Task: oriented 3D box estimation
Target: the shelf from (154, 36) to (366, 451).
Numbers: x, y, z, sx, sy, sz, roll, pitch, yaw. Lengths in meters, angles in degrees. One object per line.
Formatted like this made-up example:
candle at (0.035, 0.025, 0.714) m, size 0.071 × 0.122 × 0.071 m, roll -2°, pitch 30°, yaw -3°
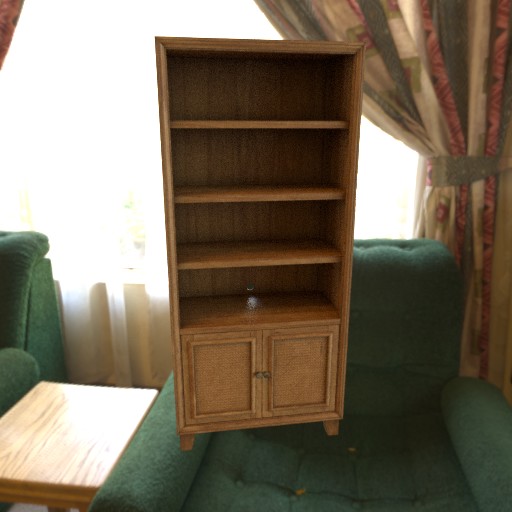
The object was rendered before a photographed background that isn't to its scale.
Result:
shelf at (0.000, 0.000, 2.245) m, size 0.864 × 1.930 × 0.453 m, roll -2°, pitch 16°, yaw -8°
